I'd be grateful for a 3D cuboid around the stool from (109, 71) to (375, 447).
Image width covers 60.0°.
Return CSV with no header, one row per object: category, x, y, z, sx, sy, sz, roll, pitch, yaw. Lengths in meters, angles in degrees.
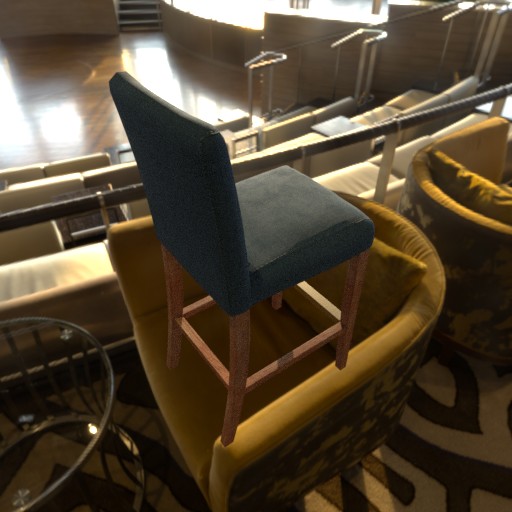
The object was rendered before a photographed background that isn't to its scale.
stool,0.000,0.000,1.361,0.574,1.088,0.454,-25,46,-27
